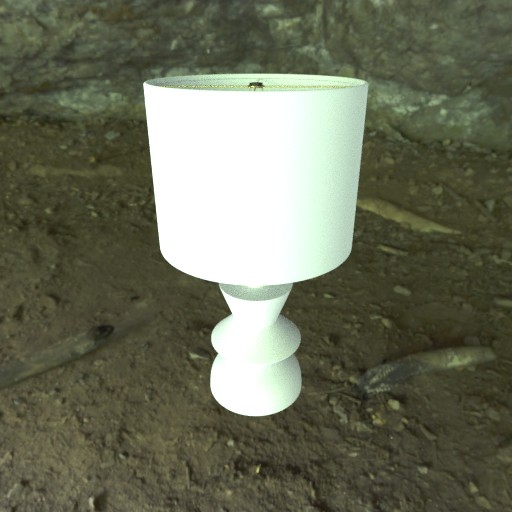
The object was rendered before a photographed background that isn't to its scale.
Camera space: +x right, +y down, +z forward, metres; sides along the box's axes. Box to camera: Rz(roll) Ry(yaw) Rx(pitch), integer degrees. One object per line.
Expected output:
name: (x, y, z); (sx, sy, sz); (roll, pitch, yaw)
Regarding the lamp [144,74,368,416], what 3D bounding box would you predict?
lamp: (0.000, 0.000, 0.723); (0.301, 0.533, 0.301); (1, 26, 2)
